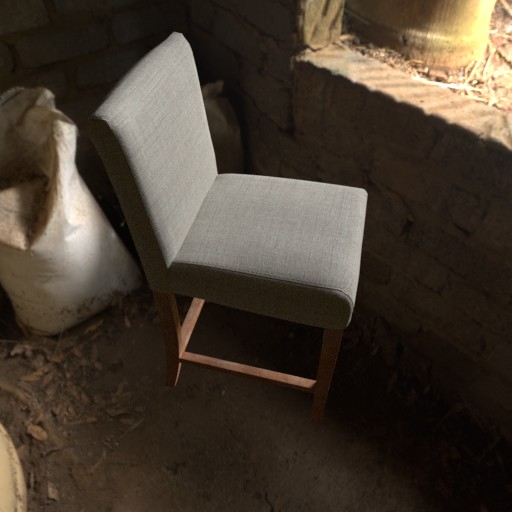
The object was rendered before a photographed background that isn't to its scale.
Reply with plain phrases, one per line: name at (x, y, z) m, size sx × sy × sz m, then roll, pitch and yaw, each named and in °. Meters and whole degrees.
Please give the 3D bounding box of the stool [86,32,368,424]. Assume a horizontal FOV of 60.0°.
stool at (0.000, 0.000, 1.268) m, size 0.567 × 1.039 × 0.454 m, roll 10°, pitch 47°, yaw 9°
